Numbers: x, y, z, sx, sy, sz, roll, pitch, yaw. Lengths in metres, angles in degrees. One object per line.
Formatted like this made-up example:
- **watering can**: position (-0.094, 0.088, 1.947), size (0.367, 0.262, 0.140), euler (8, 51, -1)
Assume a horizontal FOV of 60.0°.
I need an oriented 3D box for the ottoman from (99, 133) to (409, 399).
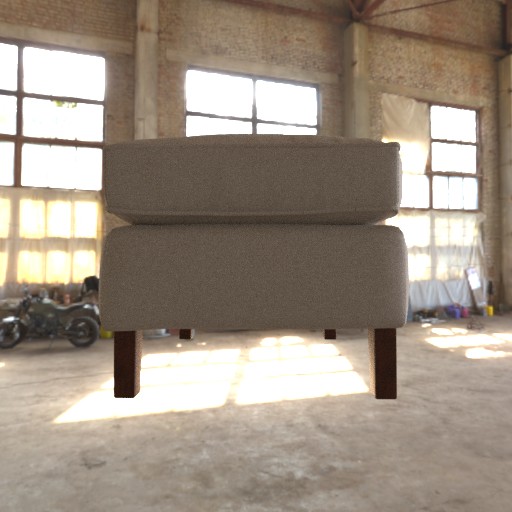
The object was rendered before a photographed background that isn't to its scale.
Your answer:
- **ottoman**: position (0.000, 0.000, 0.979), size (0.501, 0.456, 0.665), euler (0, -1, 1)
